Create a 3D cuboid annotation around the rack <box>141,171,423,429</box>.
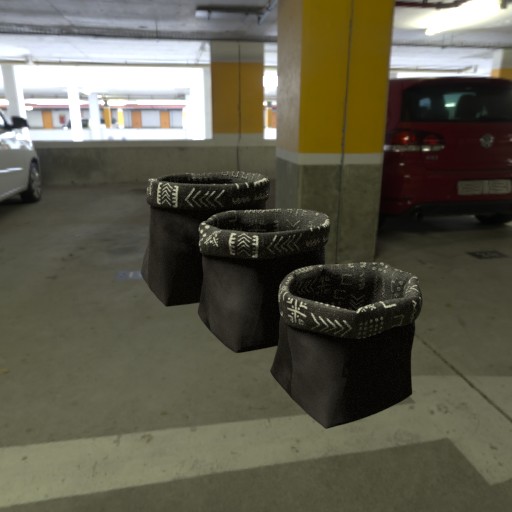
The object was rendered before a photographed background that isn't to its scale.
[{"bbox_3d":[0.000,0.000,1.061,0.379,0.323,0.905,-9,19,-27],"label":"rack"}]
